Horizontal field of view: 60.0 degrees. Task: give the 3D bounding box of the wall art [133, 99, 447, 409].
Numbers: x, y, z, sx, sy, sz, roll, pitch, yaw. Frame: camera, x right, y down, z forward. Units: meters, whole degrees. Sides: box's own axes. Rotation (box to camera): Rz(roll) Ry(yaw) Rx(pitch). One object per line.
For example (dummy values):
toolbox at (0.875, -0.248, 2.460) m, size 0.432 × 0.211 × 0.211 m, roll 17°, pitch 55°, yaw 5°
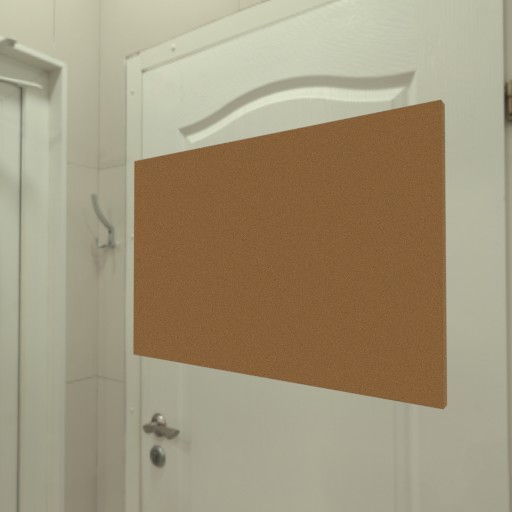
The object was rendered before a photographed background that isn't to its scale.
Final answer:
wall art at (0.000, 0.000, 1.146) m, size 0.915 × 0.608 × 0.033 m, roll -1°, pitch -1°, yaw 35°
